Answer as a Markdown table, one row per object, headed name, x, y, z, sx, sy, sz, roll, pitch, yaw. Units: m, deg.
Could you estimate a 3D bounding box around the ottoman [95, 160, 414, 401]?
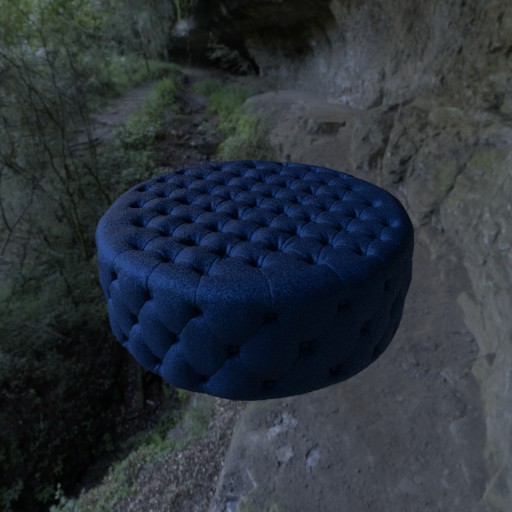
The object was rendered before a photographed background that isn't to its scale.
| name | x | y | z | sx | sy | sz | roll | pitch | yaw |
| --- | --- | --- | --- | --- | --- | --- | --- | --- | --- |
| ottoman | 0.000 | 0.000 | 1.488 | 0.998 | 0.398 | 0.998 | 0 | 30 | 0 |
